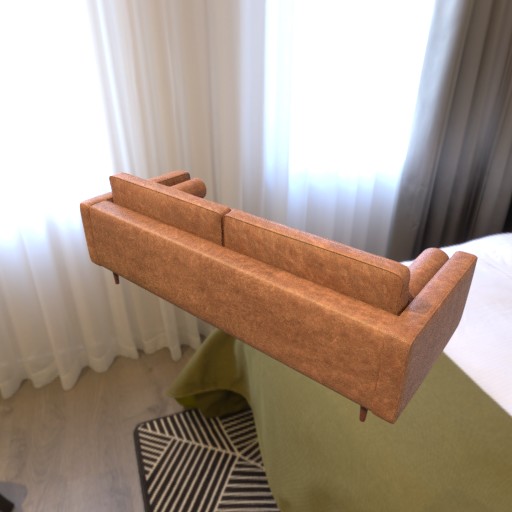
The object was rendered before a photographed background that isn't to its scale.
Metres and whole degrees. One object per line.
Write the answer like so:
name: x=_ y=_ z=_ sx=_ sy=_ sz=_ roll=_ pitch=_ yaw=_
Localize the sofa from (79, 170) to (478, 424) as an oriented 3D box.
sofa: x=0.000 y=0.000 z=2.627 sx=2.210 sy=0.762 sz=0.914 roll=21 pitch=36 yaw=33
